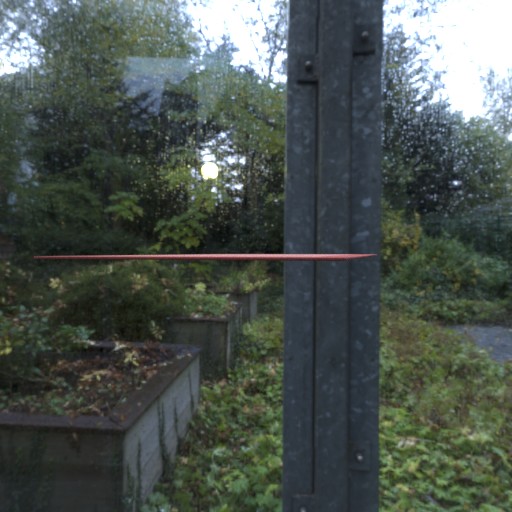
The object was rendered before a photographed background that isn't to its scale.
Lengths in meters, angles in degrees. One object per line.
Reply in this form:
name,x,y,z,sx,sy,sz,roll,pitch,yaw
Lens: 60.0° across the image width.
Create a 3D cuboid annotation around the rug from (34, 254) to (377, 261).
rug,0.000,0.000,3.108,1.524,0.014,2.438,0,1,18
